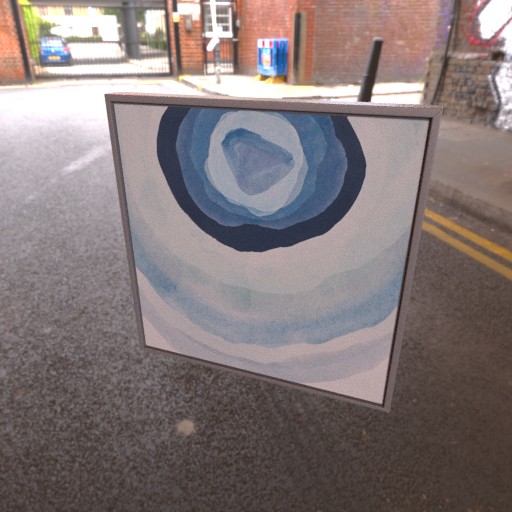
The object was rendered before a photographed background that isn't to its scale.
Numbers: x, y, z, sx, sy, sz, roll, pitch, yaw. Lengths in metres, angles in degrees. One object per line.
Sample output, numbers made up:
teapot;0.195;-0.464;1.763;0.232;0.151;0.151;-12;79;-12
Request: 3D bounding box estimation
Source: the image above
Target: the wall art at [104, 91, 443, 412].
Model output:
wall art;0.000;0.000;0.519;0.349;0.349;0.028;9;27;18
